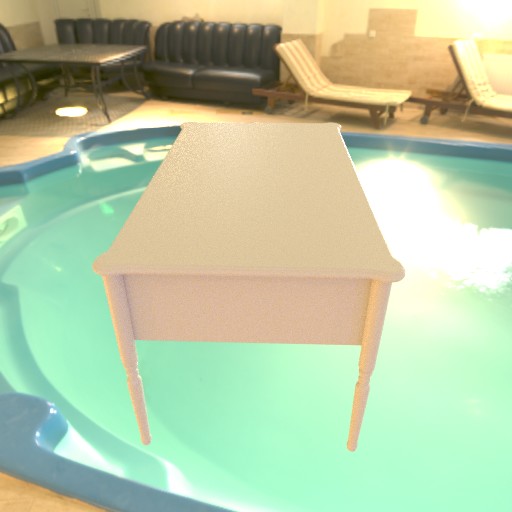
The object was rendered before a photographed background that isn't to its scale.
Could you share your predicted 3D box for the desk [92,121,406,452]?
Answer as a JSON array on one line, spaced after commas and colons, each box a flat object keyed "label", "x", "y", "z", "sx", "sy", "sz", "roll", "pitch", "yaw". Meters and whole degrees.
[{"label": "desk", "x": 0.000, "y": 0.000, "z": 1.882, "sx": 0.807, "sy": 0.762, "sz": 1.380, "roll": 1, "pitch": 32, "yaw": 2}]
